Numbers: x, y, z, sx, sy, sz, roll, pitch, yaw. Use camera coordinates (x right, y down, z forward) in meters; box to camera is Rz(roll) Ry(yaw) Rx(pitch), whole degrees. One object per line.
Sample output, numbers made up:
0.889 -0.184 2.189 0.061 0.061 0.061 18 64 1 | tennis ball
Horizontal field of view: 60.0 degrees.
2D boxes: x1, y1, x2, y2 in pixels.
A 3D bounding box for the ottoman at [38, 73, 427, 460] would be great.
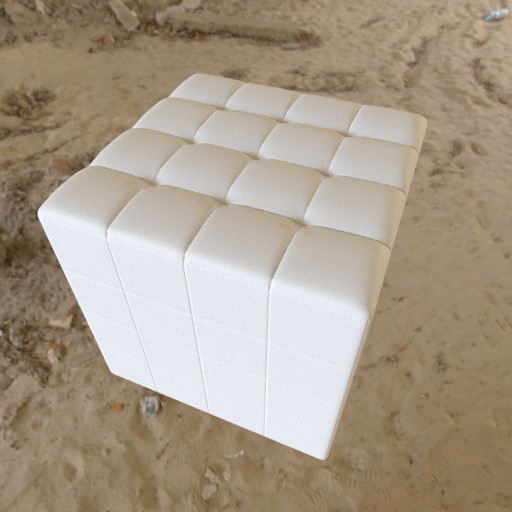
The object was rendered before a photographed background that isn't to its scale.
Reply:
0.000 0.000 0.773 0.425 0.432 0.425 17 48 15 | ottoman
